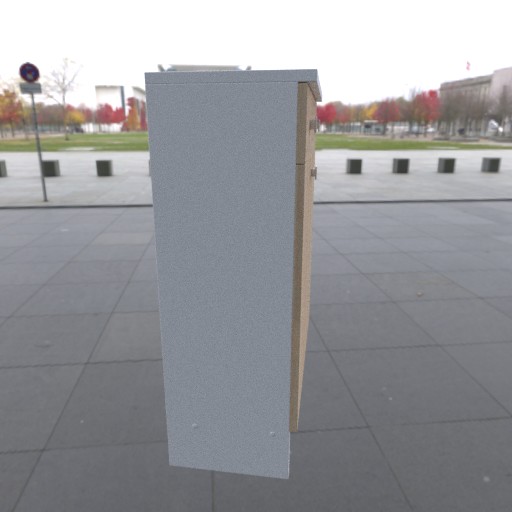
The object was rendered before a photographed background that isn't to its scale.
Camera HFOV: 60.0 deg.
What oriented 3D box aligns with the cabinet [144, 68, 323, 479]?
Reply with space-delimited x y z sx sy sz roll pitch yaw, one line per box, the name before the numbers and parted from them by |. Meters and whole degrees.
cabinet | 0.000 0.000 1.136 0.296 0.815 0.600 3 16 9
